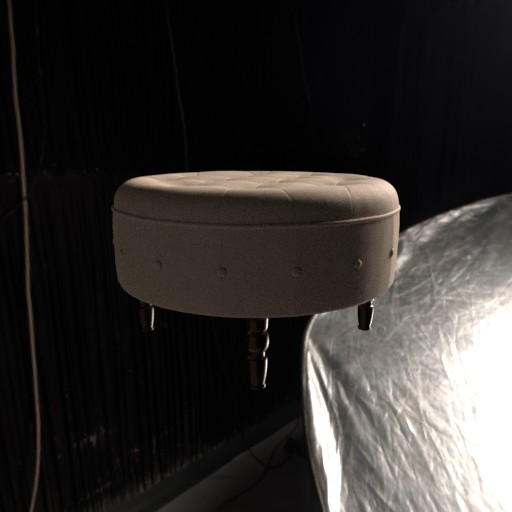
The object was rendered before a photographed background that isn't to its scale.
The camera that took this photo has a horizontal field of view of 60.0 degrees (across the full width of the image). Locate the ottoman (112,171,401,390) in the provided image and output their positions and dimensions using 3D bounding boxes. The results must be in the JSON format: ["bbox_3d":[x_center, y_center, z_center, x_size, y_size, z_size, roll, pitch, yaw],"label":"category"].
[{"bbox_3d":[0.000,0.000,1.403,0.848,0.494,0.848,0,14,0],"label":"ottoman"}]
